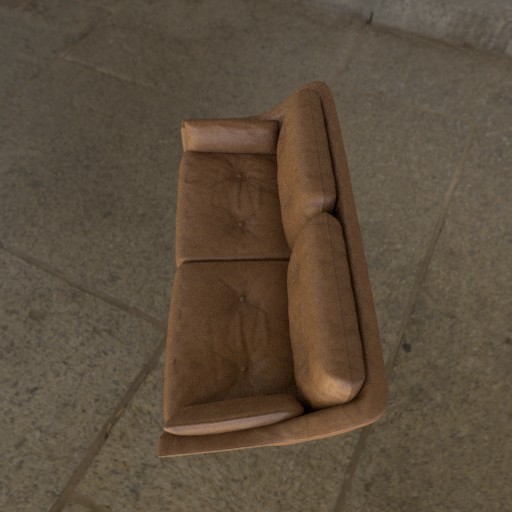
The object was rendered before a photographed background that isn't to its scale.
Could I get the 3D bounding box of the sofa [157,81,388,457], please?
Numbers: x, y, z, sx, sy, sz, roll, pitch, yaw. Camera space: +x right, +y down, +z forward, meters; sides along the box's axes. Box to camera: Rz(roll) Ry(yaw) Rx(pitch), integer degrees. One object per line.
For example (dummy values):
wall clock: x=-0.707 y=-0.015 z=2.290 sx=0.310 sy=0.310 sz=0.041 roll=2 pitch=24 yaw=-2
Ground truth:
sofa: x=0.000 y=0.000 z=2.298 sx=0.904 sy=0.839 sz=1.902 roll=-2 pitch=59 yaw=-1
